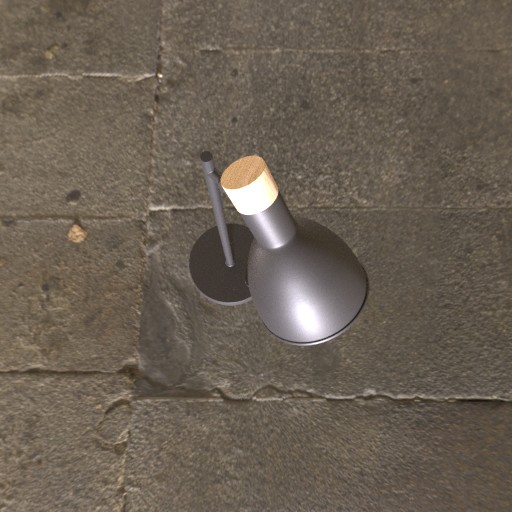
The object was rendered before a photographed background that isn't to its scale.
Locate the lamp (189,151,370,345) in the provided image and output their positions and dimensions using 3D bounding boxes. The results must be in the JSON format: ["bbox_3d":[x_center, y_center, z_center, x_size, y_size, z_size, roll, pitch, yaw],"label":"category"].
[{"bbox_3d":[0.000,0.000,0.590,0.152,0.483,0.287,-44,79,-11],"label":"lamp"}]
